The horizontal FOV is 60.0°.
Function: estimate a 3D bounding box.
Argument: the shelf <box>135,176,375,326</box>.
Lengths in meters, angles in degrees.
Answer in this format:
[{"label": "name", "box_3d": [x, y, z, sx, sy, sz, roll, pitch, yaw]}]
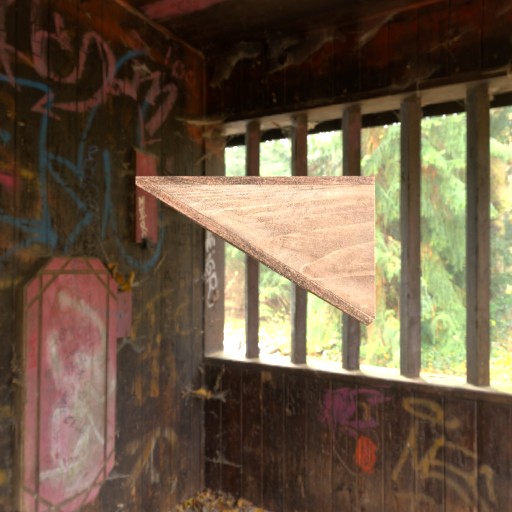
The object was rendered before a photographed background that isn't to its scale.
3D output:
[{"label": "shelf", "box_3d": [0.000, 0.000, 0.674, 0.200, 0.125, 0.610, 0, -1, 0]}]
